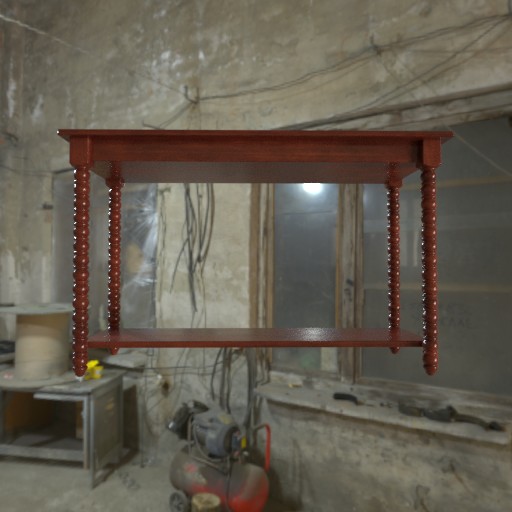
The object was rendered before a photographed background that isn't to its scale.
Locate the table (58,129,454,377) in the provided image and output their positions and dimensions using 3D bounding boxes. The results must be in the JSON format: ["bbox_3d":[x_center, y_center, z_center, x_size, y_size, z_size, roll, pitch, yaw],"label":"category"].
[{"bbox_3d":[0.000,0.000,1.532,1.184,0.740,0.459,0,-2,-1],"label":"table"}]
